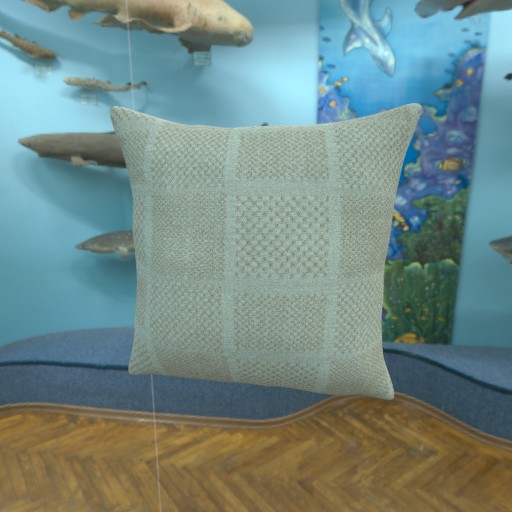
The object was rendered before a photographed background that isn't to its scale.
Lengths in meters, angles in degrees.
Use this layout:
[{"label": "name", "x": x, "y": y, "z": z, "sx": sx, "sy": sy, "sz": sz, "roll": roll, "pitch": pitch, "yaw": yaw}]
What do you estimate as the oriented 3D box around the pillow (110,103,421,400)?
[{"label": "pillow", "x": 0.000, "y": 0.000, "z": 0.666, "sx": 0.436, "sy": 0.432, "sz": 0.138, "roll": 3, "pitch": 15, "yaw": 10}]
